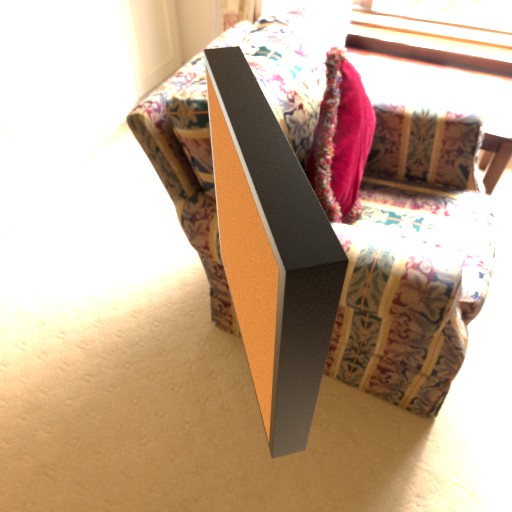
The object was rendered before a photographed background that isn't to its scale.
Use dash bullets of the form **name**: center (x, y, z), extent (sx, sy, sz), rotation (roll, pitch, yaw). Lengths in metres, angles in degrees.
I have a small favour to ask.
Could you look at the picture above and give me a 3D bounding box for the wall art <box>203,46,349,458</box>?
- **wall art**: center (0.000, 0.000, 0.454), extent (0.037, 0.299, 0.299), rotation (-10, 48, -9)
